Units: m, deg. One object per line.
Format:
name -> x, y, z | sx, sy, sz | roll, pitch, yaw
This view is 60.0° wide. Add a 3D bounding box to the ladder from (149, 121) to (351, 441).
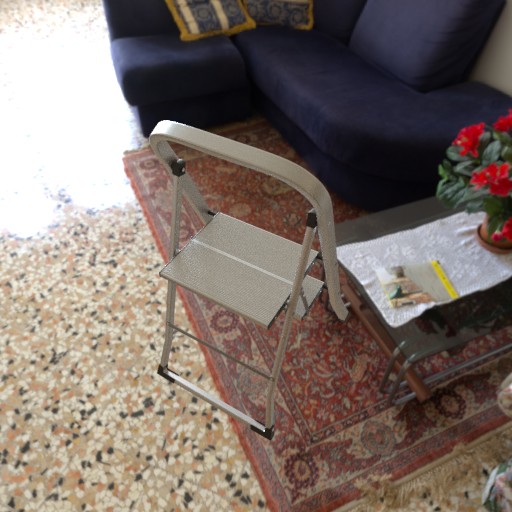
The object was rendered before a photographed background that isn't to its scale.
ladder -> 0.000, 0.000, 1.185 | 0.465, 0.830, 0.530 | 23, 51, 21
